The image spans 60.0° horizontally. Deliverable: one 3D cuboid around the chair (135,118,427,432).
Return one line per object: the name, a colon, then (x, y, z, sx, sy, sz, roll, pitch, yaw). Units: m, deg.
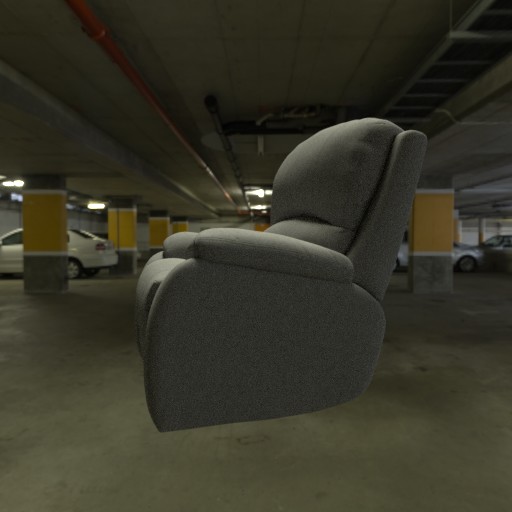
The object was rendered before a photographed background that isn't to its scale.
chair: (0.000, 0.000, 1.711, 0.899, 1.011, 0.930, -1, 2, -17)
